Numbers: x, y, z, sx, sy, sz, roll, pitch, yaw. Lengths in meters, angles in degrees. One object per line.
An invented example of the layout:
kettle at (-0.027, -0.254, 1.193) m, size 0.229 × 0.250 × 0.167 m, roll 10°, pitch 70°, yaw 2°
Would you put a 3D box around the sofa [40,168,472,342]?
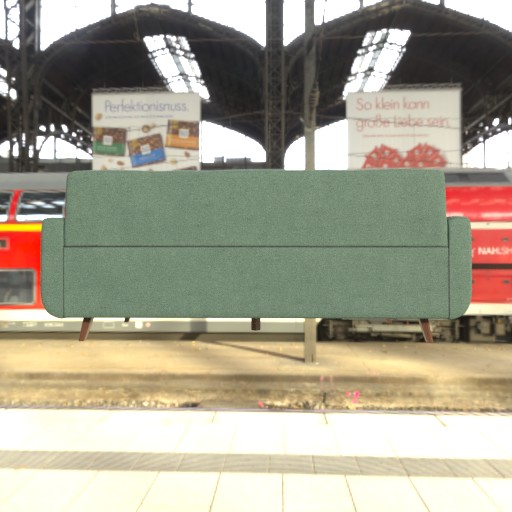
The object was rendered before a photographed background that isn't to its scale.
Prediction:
sofa at (0.000, 0.000, 2.523) m, size 2.029 × 0.841 × 0.909 m, roll 0°, pitch -1°, yaw 1°
